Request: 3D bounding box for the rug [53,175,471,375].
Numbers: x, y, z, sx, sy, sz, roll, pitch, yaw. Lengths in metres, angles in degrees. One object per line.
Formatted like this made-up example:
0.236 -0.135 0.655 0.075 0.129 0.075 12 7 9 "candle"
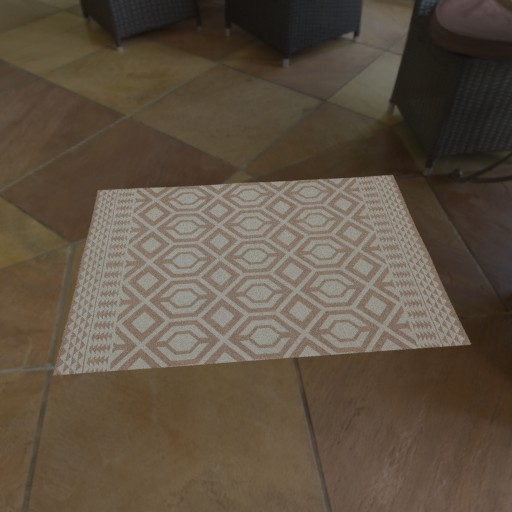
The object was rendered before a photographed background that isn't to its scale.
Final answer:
0.000 0.000 2.338 1.829 0.008 1.219 -4 48 -3 "rug"
